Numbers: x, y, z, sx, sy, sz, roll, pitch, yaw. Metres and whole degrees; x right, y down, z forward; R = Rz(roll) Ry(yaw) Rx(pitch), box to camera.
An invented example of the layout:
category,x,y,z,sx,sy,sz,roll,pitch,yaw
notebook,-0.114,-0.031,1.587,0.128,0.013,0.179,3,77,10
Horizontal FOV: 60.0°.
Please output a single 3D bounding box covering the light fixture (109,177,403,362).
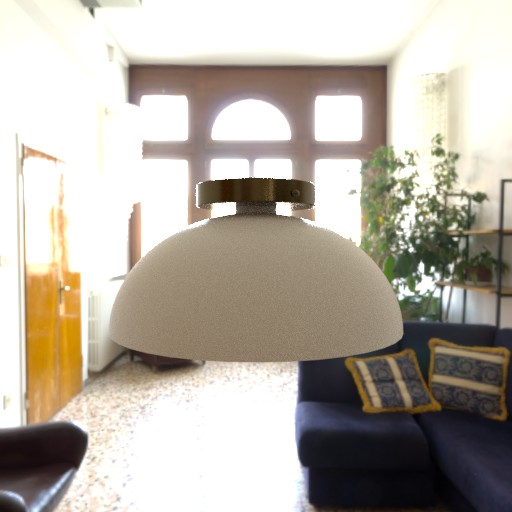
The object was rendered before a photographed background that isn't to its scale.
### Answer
category,x,y,z,sx,sy,sz,roll,pitch,yaw
light fixture,0.000,0.000,0.560,0.355,0.177,0.355,0,1,0
